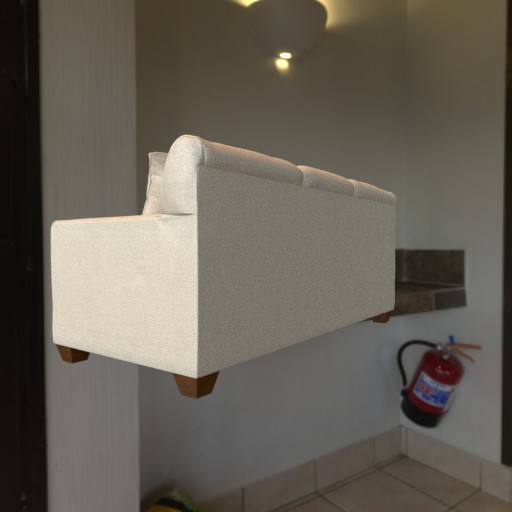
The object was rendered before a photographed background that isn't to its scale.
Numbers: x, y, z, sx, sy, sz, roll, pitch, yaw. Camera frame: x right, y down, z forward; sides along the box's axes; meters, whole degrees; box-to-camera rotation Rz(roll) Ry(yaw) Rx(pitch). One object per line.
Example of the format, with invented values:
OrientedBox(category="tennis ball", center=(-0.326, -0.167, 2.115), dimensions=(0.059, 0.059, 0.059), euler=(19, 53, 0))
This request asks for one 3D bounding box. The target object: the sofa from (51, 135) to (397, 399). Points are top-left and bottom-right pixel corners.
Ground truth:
OrientedBox(category="sofa", center=(0.000, 0.000, 2.596), dimensions=(0.997, 0.958, 2.024), euler=(1, 2, 36))
